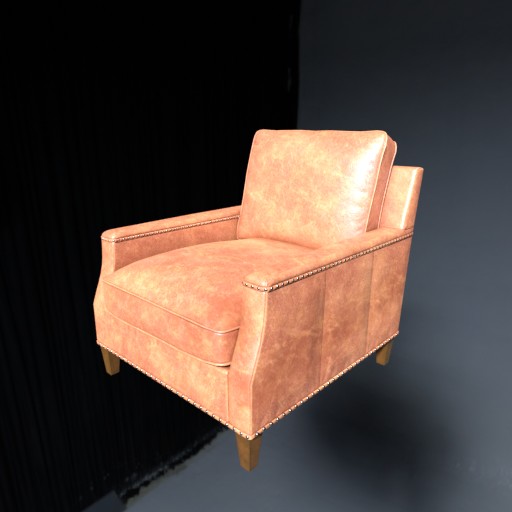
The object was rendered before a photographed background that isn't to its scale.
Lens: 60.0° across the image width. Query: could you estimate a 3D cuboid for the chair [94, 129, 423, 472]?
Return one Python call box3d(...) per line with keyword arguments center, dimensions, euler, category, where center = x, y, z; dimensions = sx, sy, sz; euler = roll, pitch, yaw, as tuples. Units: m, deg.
box3d(center=(0.000, 0.000, 1.725), dimensions=(0.853, 0.943, 1.014), euler=(14, 21, 41), category="chair")
